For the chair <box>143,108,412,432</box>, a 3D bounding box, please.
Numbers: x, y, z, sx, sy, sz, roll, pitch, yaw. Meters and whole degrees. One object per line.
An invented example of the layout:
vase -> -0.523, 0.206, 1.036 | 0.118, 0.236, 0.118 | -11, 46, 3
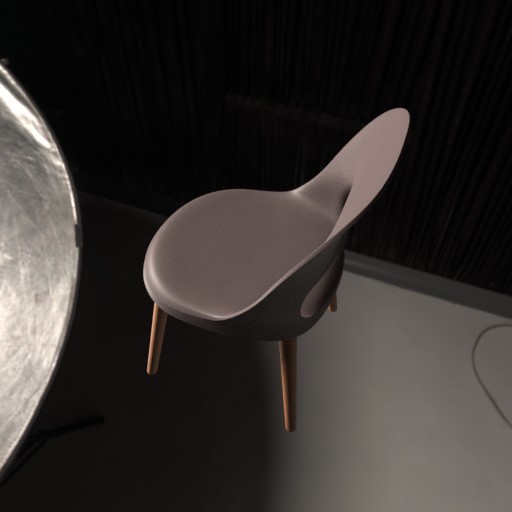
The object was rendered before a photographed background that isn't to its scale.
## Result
chair -> 0.000, 0.000, 1.113 | 0.556, 0.794, 0.470 | 16, 49, 15
